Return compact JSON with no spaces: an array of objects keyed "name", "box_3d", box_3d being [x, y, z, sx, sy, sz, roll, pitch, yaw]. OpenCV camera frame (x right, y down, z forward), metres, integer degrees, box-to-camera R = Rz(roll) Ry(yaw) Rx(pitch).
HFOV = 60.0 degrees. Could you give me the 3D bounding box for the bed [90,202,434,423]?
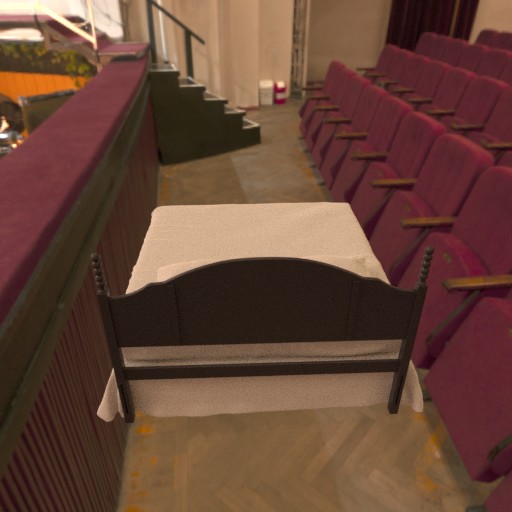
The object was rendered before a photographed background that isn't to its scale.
[{"name":"bed","box_3d":[0.000,0.000,3.714,2.322,1.355,2.219,-1,31,-2]}]
